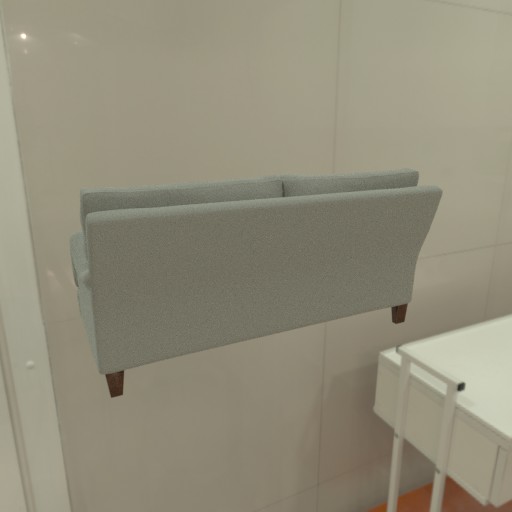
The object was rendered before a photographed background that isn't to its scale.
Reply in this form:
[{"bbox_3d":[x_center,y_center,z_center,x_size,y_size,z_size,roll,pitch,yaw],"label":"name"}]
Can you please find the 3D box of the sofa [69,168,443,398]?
[{"bbox_3d":[0.000,0.000,2.884,2.193,1.096,1.069,-8,18,-26],"label":"sofa"}]
